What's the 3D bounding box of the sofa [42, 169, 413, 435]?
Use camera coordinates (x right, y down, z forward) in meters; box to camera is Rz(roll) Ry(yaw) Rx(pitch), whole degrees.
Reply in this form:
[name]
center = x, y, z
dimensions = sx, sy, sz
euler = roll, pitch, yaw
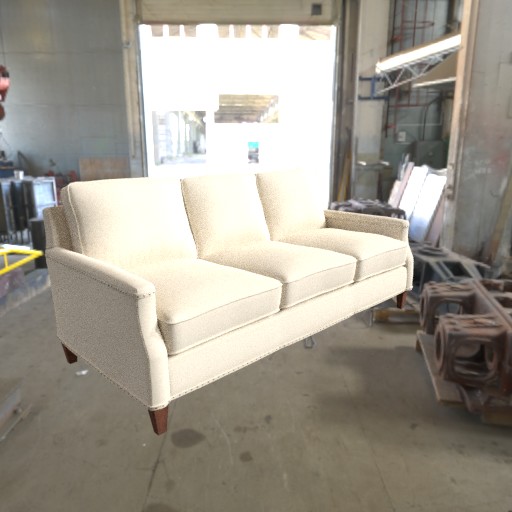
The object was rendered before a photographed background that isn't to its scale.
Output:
[sofa]
center = 0.000, 0.000, 2.804
dimensions = 2.246, 1.003, 1.084
euler = -14, 19, -43
